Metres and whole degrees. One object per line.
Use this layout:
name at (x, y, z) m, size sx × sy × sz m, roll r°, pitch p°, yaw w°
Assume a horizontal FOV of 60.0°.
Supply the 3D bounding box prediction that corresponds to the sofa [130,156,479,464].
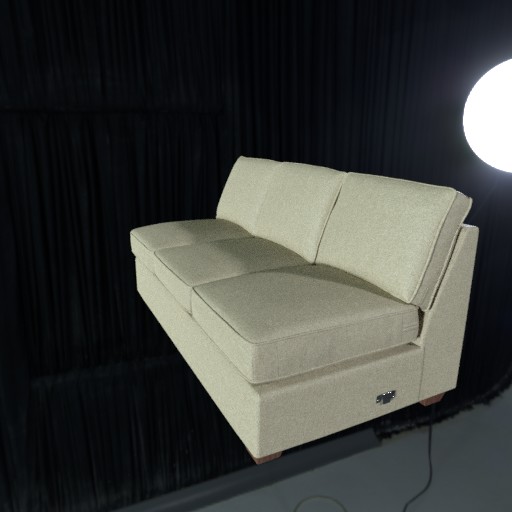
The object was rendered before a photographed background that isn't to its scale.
sofa at (0.000, 0.000, 2.445) m, size 1.027 × 0.973 × 1.962 m, roll -8°, pitch 17°, yaw -25°
